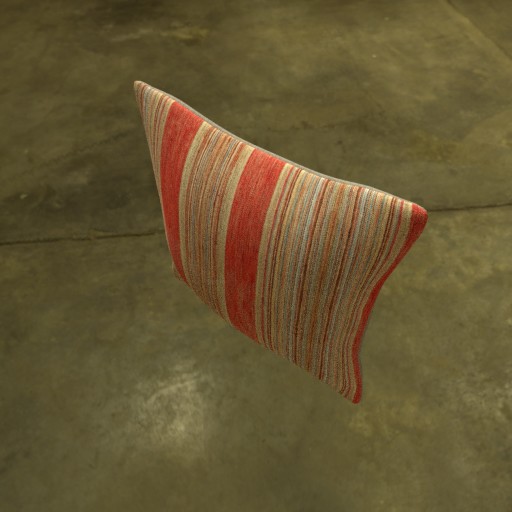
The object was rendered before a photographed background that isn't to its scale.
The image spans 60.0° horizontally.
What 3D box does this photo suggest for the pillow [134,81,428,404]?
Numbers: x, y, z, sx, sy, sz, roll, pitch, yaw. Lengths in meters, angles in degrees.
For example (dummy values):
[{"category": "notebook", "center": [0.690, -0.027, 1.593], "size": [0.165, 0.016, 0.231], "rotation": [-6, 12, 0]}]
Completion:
[{"category": "pillow", "center": [0.000, 0.000, 0.664], "size": [0.437, 0.419, 0.136], "rotation": [31, 54, 26]}]
